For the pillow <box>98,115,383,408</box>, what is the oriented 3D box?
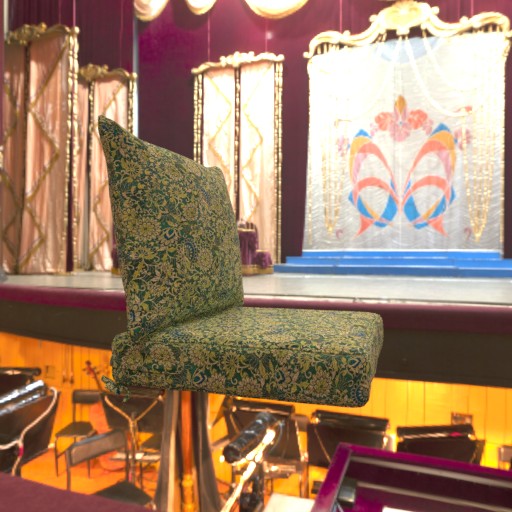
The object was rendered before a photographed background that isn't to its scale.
[{"bbox_3d":[0.000,0.000,1.381,0.740,0.722,0.798,0,0,18],"label":"pillow"}]
